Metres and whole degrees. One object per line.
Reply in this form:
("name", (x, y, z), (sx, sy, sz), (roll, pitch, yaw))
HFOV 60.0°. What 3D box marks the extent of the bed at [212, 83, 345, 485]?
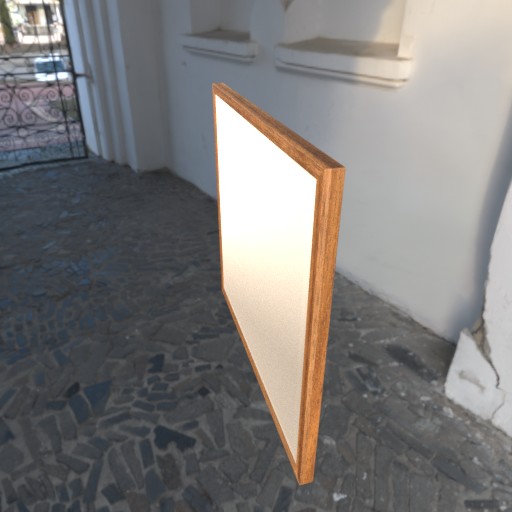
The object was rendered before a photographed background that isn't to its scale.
("bed", (0.000, 0.000, 1.478), (0.043, 0.940, 1.041), (-8, 31, -14))
